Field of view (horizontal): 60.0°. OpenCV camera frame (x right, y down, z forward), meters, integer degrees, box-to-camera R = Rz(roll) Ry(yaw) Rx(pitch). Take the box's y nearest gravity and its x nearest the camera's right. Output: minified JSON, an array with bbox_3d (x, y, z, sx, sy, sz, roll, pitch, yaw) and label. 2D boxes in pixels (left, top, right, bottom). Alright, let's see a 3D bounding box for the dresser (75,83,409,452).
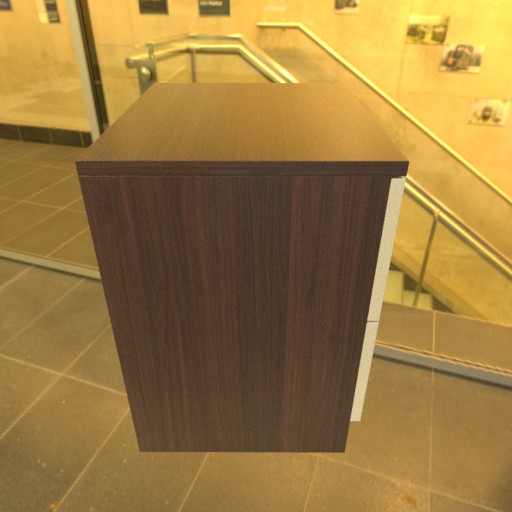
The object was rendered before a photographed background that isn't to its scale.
[{"bbox_3d":[0.000,0.000,0.735,0.360,0.470,0.400,0,32,0],"label":"dresser"}]
